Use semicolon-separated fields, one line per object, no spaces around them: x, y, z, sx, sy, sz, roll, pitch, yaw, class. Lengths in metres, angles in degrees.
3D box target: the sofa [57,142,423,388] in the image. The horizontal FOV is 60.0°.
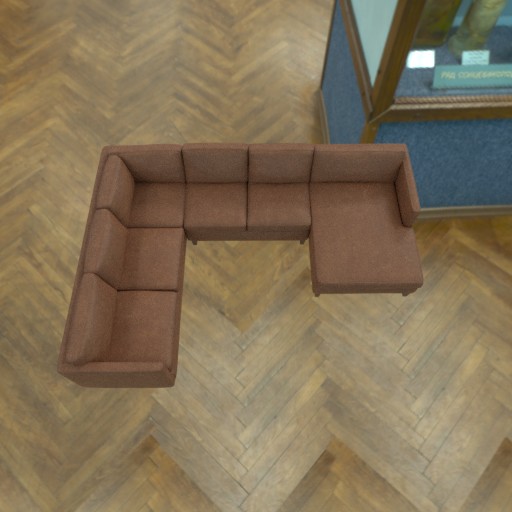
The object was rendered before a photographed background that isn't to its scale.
0.000;0.000;4.625;3.460;0.923;2.593;0;62;0;sofa
